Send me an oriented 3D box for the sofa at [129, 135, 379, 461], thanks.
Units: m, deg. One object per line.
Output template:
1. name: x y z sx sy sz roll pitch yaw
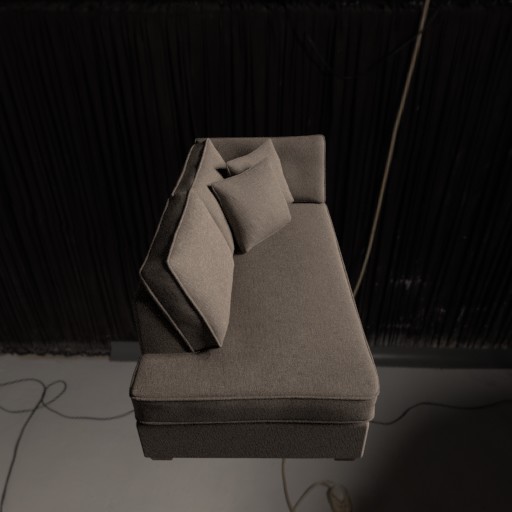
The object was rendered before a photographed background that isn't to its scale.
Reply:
1. sofa: 0.000 0.000 2.802 1.110 1.033 2.237 0 33 0
